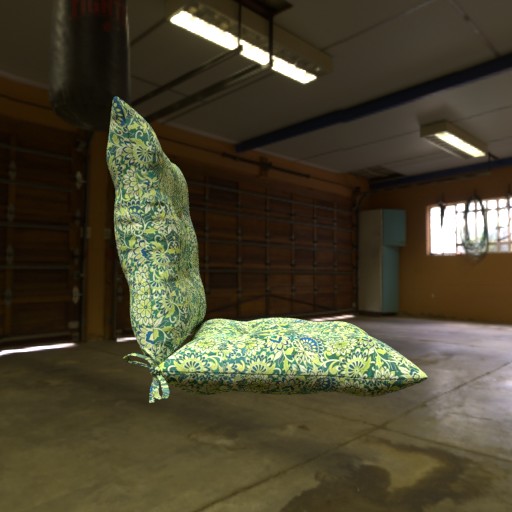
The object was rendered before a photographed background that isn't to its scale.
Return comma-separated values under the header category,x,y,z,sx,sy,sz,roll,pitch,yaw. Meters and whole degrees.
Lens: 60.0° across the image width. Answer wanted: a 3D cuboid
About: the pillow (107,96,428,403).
category,x,y,z,sx,sy,sz,roll,pitch,yaw
pillow,0.000,0.000,1.000,0.585,0.536,0.541,0,-3,0
